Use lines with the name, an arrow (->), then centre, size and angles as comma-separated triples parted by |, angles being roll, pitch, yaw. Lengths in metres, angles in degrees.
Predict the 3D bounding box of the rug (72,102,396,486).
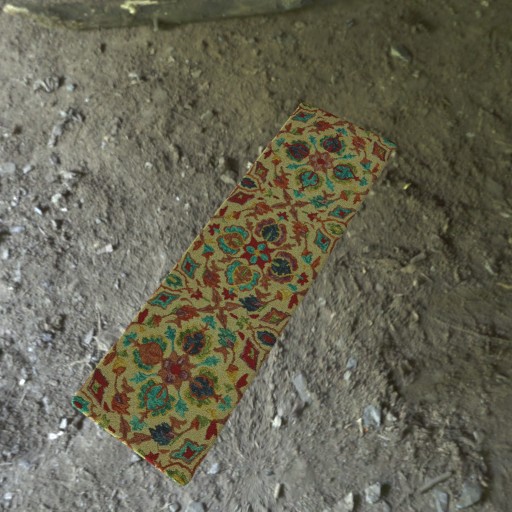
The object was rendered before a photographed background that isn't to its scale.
rug -> 0.000, 0.000, 2.460 | 0.693, 0.016, 2.273 | 30, 68, 13
